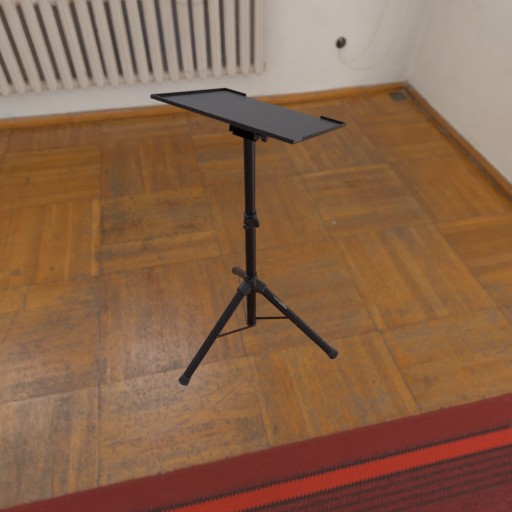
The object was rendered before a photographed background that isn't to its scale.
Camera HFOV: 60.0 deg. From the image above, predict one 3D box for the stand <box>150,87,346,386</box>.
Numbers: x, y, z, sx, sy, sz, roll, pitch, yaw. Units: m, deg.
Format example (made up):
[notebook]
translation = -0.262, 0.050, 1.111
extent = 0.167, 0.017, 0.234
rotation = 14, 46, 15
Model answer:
[stand]
translation = 0.000, 0.000, 1.639
extent = 0.702, 1.198, 0.702
rotation = 24, 51, 22
